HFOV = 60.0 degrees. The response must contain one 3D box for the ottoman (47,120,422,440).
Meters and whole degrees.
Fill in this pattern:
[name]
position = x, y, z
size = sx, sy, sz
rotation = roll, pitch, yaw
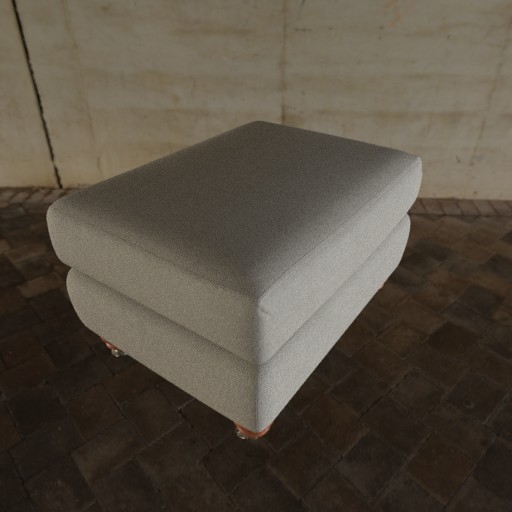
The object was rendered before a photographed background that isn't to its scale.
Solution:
[ottoman]
position = 0.000, 0.000, 1.139
size = 0.569, 0.504, 0.773
rotation = 21, 39, 29
